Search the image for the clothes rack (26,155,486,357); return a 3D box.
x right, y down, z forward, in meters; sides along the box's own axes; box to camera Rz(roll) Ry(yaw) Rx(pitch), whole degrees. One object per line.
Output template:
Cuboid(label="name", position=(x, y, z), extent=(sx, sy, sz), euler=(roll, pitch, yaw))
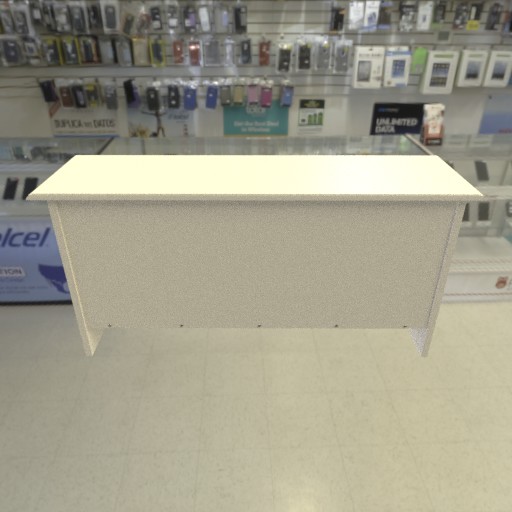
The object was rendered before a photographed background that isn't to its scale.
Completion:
Cuboid(label="clothes rack", position=(0.000, 0.000, 1.343), extent=(1.120, 0.531, 0.324), euler=(0, 30, 0))
